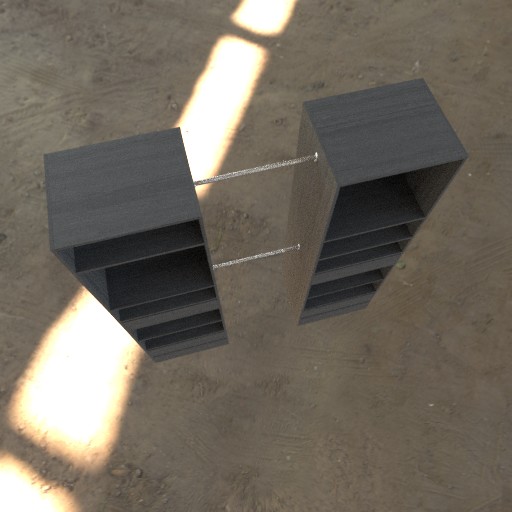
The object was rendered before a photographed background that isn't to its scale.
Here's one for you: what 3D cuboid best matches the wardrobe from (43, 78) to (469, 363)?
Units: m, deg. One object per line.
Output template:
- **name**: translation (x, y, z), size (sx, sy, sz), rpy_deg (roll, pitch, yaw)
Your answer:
- **wardrobe**: translation (0.000, 0.000, 2.810), size (1.770, 2.000, 0.480), rpy_deg (-13, 65, -6)
